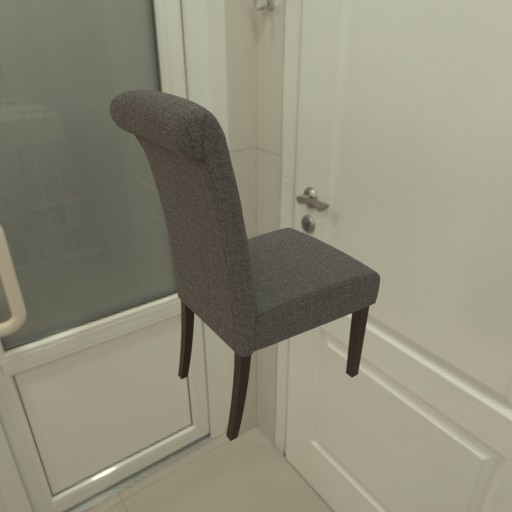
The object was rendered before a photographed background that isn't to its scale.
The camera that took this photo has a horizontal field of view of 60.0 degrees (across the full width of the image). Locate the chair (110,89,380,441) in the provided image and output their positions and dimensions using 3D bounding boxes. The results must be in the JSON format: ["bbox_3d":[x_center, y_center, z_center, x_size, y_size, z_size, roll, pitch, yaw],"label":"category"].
[{"bbox_3d":[0.000,0.000,1.390,0.671,1.006,0.456,-18,32,-31],"label":"chair"}]
